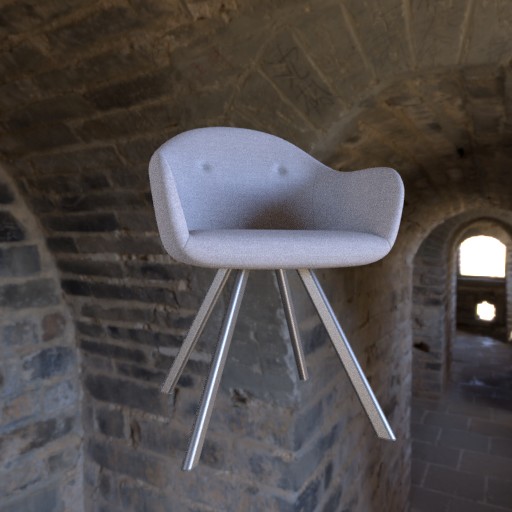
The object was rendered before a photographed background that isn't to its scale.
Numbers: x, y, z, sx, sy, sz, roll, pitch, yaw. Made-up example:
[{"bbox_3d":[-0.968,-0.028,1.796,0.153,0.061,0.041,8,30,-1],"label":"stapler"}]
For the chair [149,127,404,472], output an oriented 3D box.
[{"bbox_3d":[0.000,0.000,1.145,0.540,0.780,0.570,0,1,-17],"label":"chair"}]
